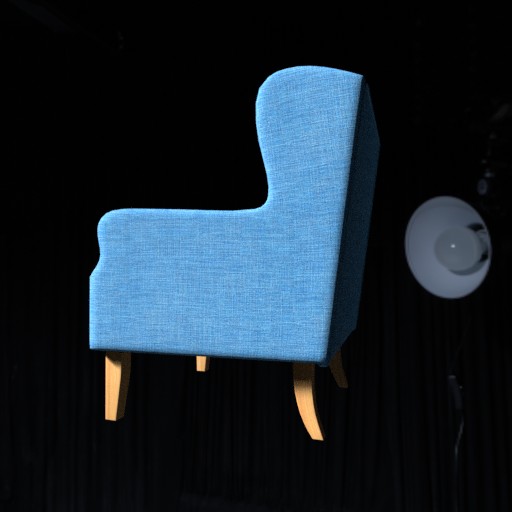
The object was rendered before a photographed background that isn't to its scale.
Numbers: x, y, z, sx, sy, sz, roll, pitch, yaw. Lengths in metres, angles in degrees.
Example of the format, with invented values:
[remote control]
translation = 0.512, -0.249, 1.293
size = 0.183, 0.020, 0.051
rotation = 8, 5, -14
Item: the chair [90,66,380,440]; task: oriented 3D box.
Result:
[chair]
translation = 0.000, 0.000, 1.481
size = 0.775, 0.952, 0.711
rotation = 0, -1, 19
